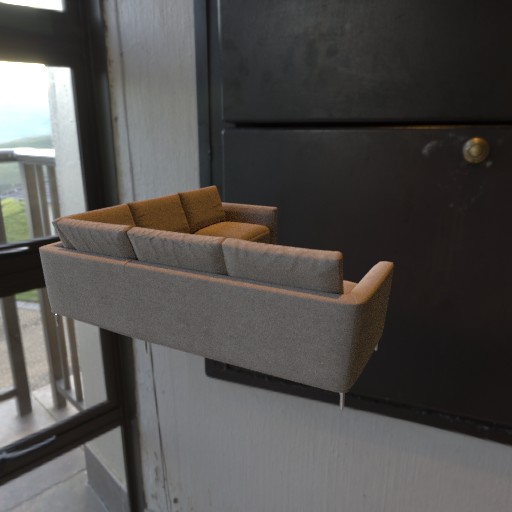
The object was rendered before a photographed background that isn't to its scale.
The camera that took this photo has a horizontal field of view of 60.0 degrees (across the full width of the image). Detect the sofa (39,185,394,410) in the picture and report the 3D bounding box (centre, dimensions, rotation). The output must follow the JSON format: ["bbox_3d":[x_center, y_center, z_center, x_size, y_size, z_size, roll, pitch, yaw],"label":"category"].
[{"bbox_3d":[0.000,0.000,3.813,2.438,0.864,2.438,8,18,26],"label":"sofa"}]
